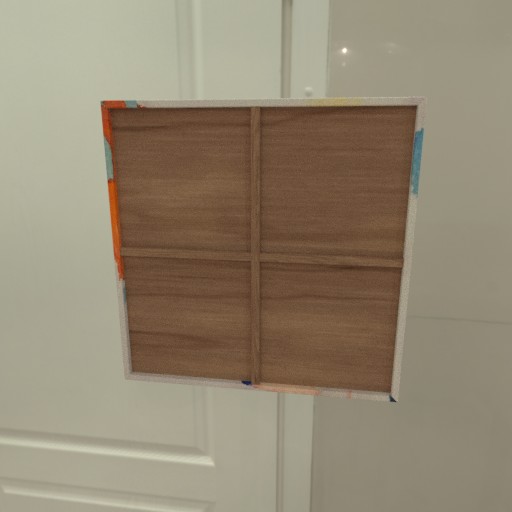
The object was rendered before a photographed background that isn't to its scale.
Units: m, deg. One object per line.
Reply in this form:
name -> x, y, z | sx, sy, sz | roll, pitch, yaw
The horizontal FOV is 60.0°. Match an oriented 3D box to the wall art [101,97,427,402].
wall art -> 0.000, 0.000, 1.218 | 0.814, 0.814, 0.037 | 2, 15, 8
